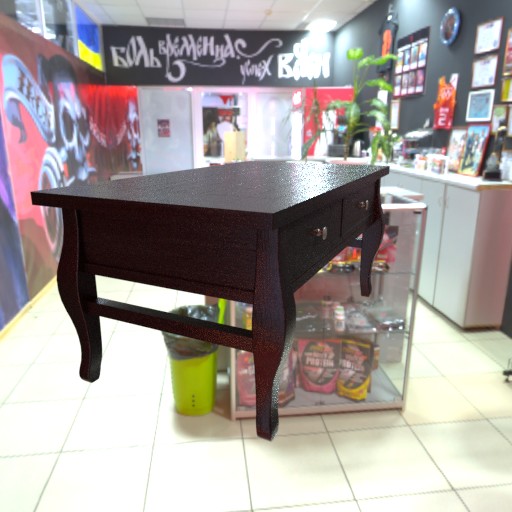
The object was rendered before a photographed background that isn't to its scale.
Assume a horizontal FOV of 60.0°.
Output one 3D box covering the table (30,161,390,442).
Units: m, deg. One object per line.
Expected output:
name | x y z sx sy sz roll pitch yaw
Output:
table | 0.000 0.000 1.374 0.600 0.494 1.062 8 18 25
